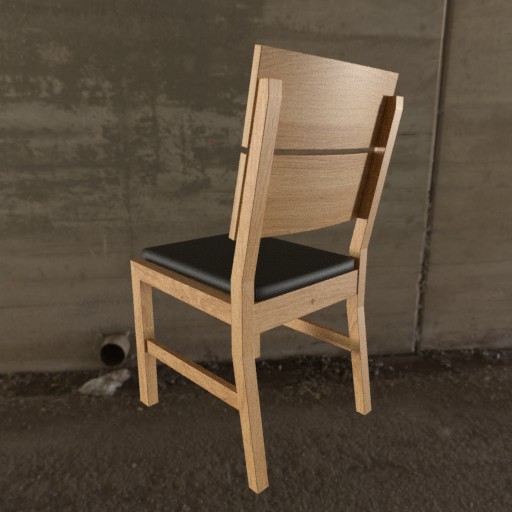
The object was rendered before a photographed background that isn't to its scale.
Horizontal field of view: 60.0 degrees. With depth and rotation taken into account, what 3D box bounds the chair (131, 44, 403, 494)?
[{"bbox_3d":[0.000,0.000,1.236,0.475,0.950,0.569,-13,19,-42],"label":"chair"}]
